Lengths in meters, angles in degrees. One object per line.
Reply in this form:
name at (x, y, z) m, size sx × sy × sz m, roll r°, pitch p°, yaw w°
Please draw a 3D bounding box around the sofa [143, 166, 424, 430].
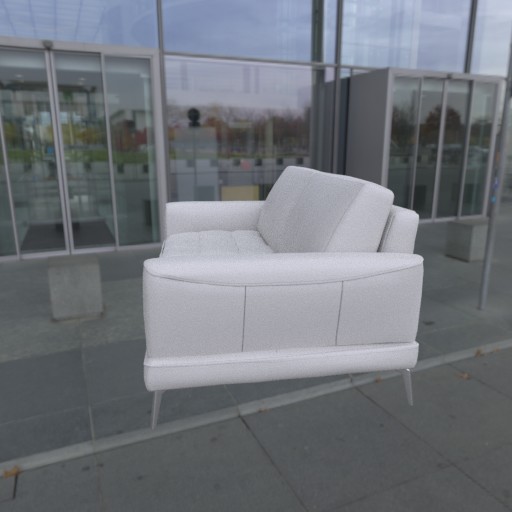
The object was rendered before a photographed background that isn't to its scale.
sofa at (0.000, 0.000, 2.474) m, size 1.121 × 0.930 × 1.819 m, roll -2°, pitch 14°, yaw -8°
